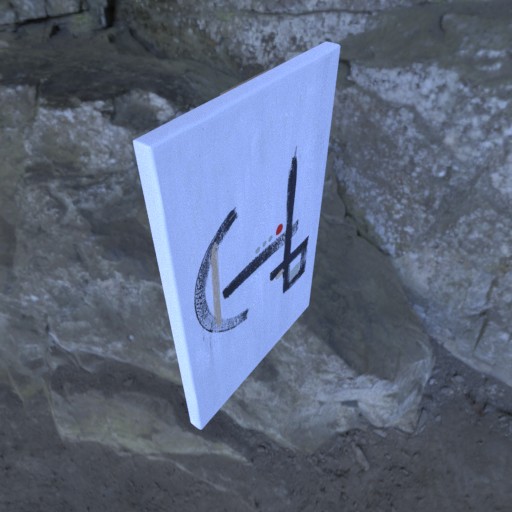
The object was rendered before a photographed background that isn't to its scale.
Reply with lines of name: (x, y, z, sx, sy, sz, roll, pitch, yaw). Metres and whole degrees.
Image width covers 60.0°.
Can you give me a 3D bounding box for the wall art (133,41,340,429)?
wall art: (0.000, 0.000, 1.170, 0.048, 0.916, 0.602, 27, 49, 26)
